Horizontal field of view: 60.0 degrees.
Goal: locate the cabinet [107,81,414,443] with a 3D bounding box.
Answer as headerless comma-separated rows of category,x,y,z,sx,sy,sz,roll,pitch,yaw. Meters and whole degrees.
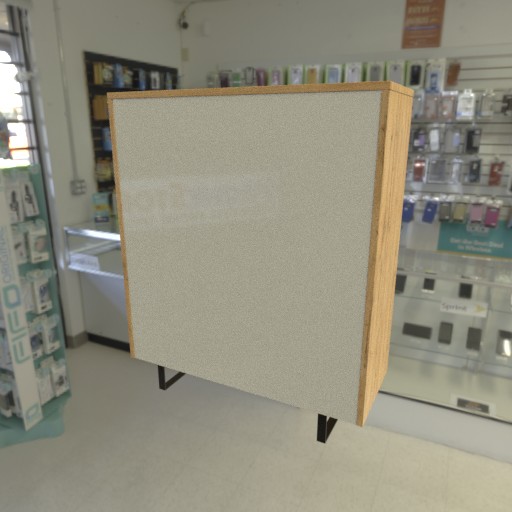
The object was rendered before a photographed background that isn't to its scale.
cabinet,0.000,0.000,2.006,1.168,1.397,0.473,8,19,26
